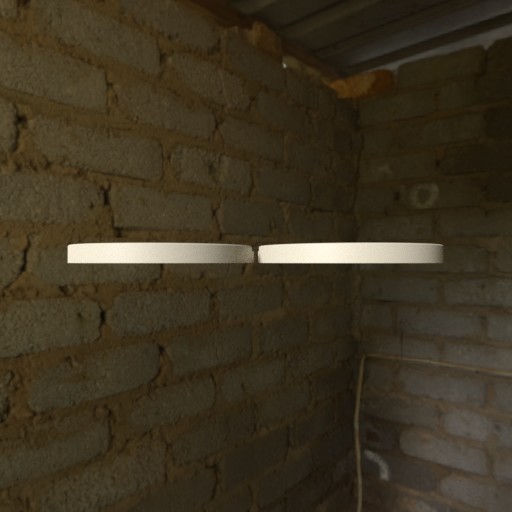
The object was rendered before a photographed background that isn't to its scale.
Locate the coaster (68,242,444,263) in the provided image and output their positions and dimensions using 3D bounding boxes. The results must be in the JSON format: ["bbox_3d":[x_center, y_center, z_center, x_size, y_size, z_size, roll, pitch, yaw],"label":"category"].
[{"bbox_3d":[0.000,0.000,0.328,0.220,0.010,0.224,0,-1,0],"label":"coaster"}]
